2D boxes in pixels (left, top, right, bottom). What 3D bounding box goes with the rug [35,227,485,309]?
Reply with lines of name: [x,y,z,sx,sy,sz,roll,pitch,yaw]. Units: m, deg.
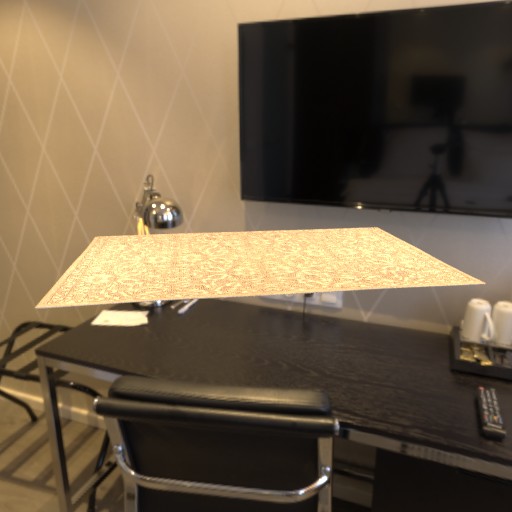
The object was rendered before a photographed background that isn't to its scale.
rug: [0.000,0.000,3.078,2.435,0.012,1.529,-2,16,-8]
